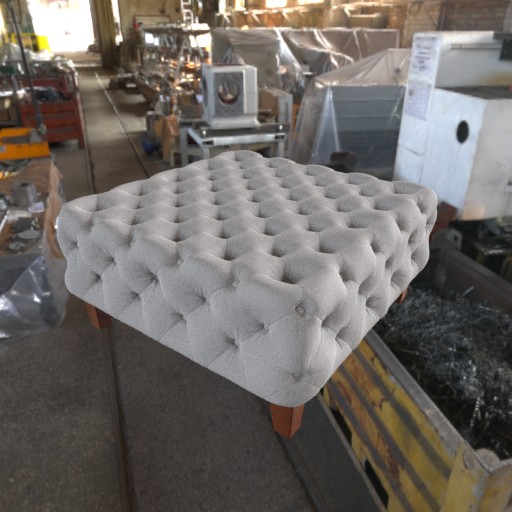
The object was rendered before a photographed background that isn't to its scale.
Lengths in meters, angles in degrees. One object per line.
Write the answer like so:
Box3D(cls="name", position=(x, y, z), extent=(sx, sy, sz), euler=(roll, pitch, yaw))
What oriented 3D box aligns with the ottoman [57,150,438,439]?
Box3D(cls="ottoman", position=(0.000, 0.000, 1.216), extent=(0.764, 0.365, 0.758), euler=(19, 33, 32))
